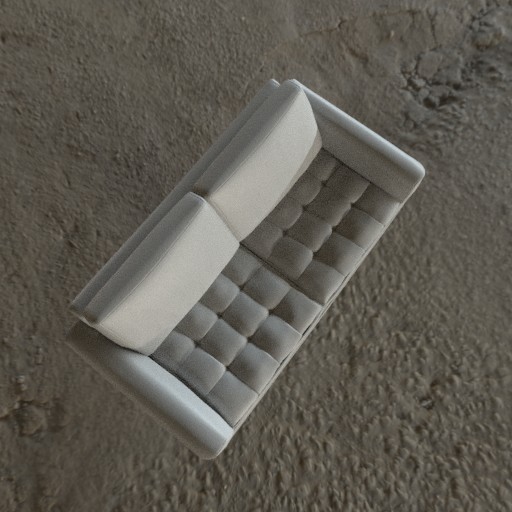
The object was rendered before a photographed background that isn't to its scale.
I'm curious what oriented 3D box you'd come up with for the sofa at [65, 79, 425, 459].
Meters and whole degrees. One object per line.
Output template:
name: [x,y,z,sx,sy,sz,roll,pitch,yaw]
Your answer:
sofa: [0.000,0.000,2.735,1.121,0.930,2.177,37,78,9]
